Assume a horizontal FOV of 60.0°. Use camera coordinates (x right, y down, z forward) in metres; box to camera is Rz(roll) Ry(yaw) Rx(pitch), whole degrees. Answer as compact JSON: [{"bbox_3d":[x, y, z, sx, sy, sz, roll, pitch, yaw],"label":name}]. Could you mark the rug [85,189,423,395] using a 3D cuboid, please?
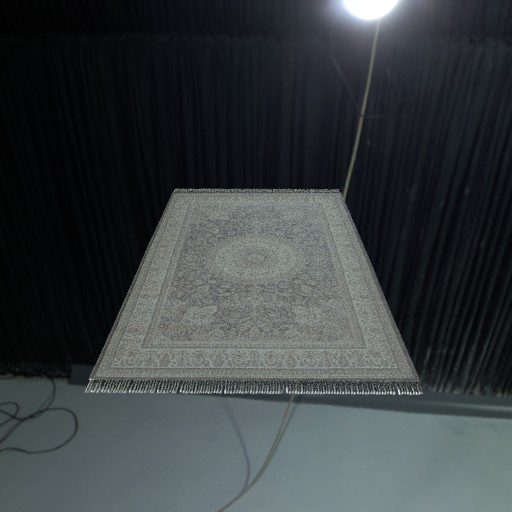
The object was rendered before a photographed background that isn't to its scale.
[{"bbox_3d":[0.000,0.000,3.026,1.528,0.010,2.440,0,30,0],"label":"rug"}]
